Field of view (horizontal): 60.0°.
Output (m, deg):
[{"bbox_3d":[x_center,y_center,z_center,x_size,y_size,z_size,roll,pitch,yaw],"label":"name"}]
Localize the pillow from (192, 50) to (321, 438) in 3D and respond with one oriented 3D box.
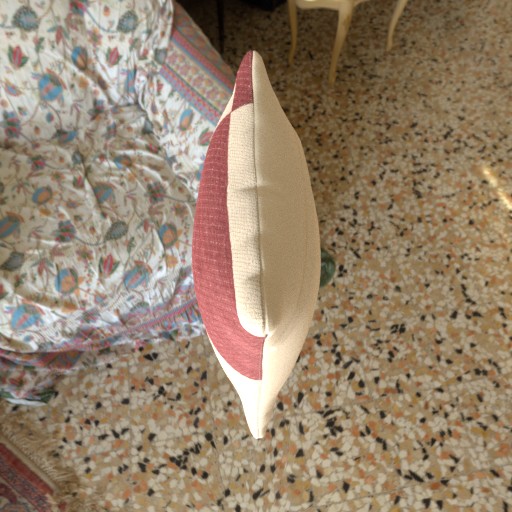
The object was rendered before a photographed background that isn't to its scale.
[{"bbox_3d":[0.000,0.000,0.805,0.229,0.506,0.536,-1,57,-1],"label":"pillow"}]
